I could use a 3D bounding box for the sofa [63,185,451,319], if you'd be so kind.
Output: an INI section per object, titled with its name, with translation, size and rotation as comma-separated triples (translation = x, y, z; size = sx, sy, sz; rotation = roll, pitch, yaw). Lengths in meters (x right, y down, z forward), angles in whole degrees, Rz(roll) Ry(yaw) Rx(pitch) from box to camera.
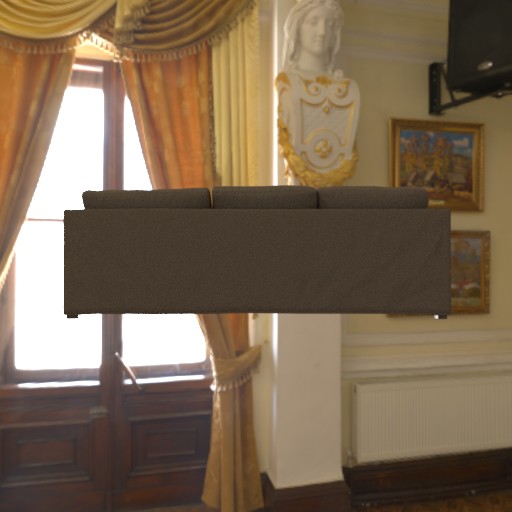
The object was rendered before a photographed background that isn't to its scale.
[sofa]
translation = 0.000, 0.000, 4.317
size = 2.432, 0.871, 3.182
rotation = 0, -1, 0
